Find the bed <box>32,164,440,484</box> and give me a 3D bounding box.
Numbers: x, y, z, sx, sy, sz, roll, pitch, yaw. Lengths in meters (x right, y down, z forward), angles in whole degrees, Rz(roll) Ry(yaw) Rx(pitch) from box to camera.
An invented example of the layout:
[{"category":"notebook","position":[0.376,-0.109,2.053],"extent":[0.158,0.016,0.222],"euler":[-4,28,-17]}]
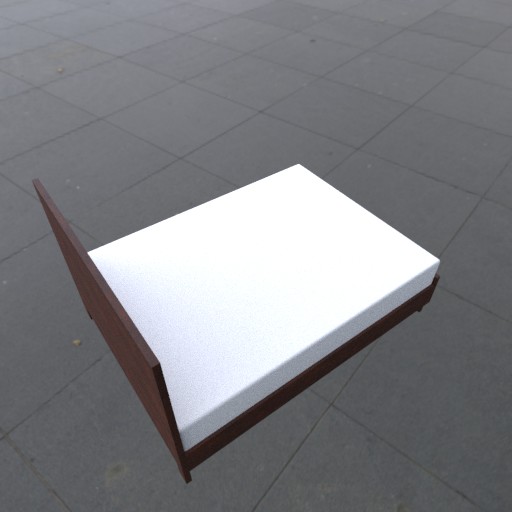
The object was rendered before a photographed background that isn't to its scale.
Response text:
[{"category":"bed","position":[0.000,0.000,3.113],"extent":[2.184,1.270,1.600],"euler":[-27,50,-25]}]
